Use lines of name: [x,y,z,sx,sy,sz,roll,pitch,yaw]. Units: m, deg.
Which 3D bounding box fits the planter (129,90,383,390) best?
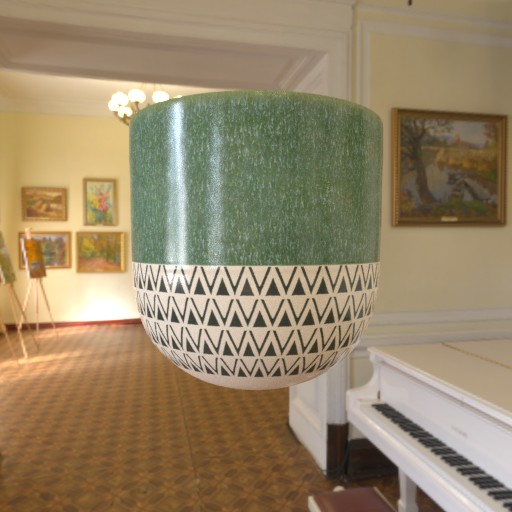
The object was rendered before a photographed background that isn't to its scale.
planter: [0.000,0.000,0.485,0.266,0.270,0.266,0,1,0]
